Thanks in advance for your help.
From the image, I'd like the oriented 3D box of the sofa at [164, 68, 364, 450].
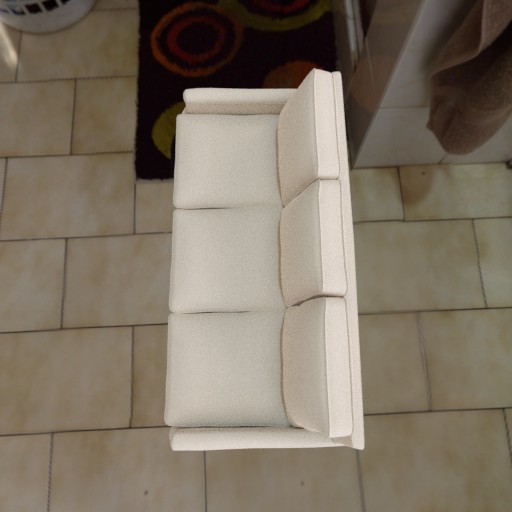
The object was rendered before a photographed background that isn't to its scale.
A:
[{"bbox_3d":[0.000,0.000,2.793,1.084,1.003,2.246,0,76,0],"label":"sofa"}]
